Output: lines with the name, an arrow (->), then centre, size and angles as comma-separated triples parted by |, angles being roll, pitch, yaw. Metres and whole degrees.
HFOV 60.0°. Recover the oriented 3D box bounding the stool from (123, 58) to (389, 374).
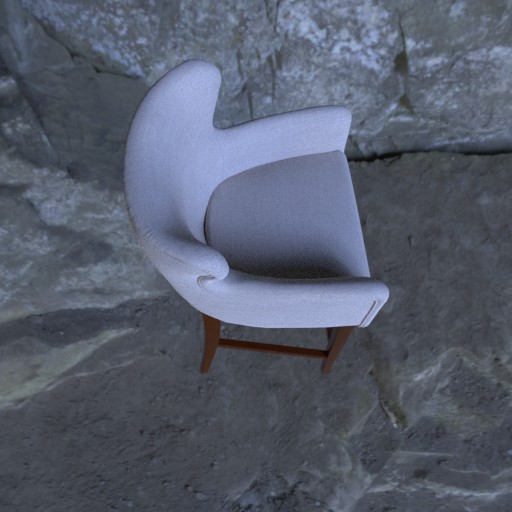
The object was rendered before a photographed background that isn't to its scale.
stool -> 0.000, 0.000, 1.356 | 0.563, 1.034, 0.556 | -3, 64, -2
